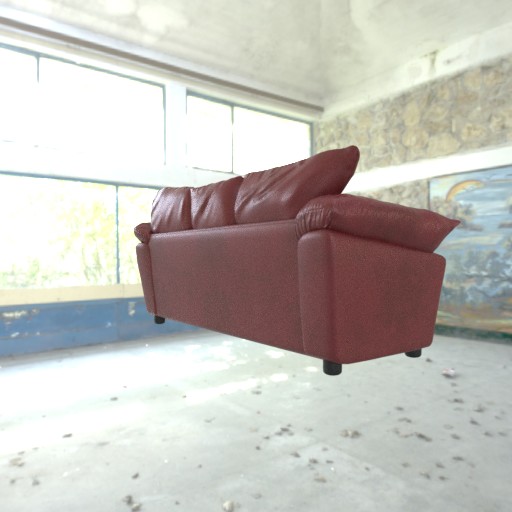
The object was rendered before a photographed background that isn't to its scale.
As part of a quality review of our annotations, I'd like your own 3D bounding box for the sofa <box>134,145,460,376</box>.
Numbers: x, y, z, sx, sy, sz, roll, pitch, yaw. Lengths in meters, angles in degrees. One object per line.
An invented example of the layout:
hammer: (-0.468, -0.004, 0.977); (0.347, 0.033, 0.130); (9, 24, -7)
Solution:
sofa: (0.000, 0.000, 2.982); (0.907, 1.091, 2.390); (0, 0, -36)
